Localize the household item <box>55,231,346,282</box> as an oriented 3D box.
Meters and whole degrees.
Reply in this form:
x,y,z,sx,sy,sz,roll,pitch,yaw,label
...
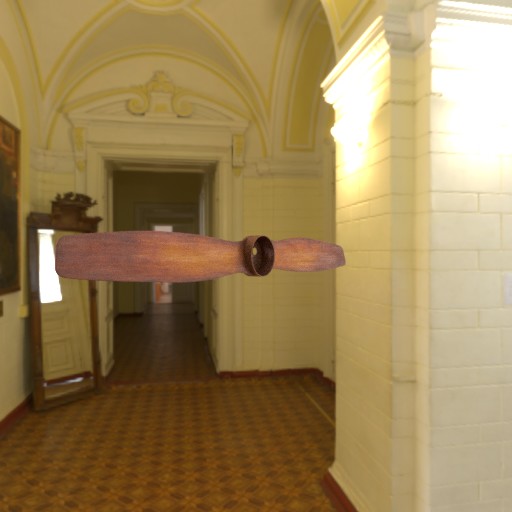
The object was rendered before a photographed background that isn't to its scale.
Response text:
x,y,z,sx,sy,sz,roll,pitch,yaw,label
0.000,0.000,1.232,0.051,0.121,1.181,0,0,35,household item
